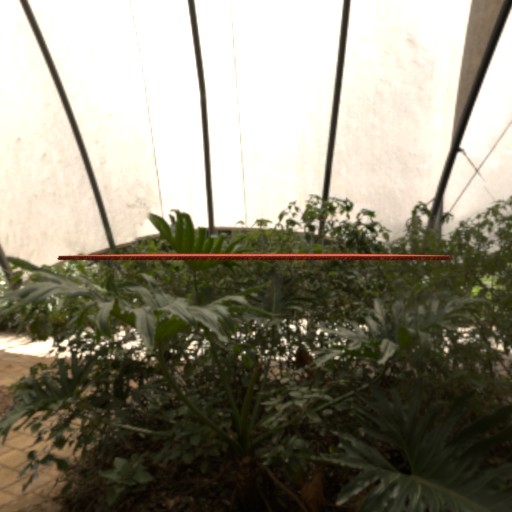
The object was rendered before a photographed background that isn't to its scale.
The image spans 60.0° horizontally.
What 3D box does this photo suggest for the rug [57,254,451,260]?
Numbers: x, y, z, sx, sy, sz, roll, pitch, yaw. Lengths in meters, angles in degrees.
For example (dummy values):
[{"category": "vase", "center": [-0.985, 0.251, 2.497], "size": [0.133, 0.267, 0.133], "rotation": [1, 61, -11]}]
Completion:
[{"category": "rug", "center": [0.000, 0.000, 4.041], "size": [2.340, 0.028, 2.905], "rotation": [0, 0, 0]}]
